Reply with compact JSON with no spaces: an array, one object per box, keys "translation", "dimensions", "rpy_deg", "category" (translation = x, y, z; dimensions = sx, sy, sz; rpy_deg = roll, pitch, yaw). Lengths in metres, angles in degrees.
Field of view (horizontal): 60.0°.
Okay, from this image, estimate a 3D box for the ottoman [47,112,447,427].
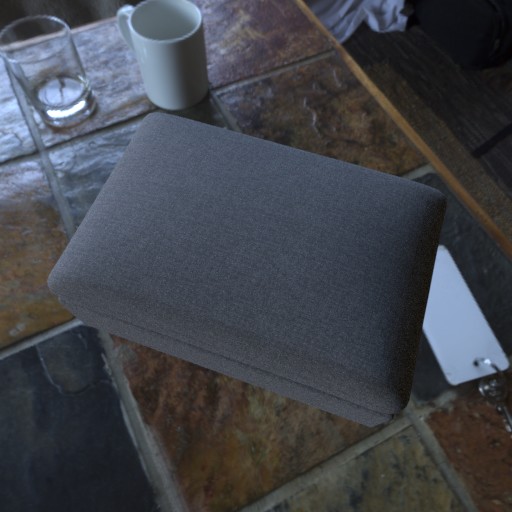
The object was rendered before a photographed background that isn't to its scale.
[{"translation":[0.000,0.000,1.432],"dimensions":[1.041,0.483,0.711],"rpy_deg":[18,65,8],"category":"ottoman"}]
